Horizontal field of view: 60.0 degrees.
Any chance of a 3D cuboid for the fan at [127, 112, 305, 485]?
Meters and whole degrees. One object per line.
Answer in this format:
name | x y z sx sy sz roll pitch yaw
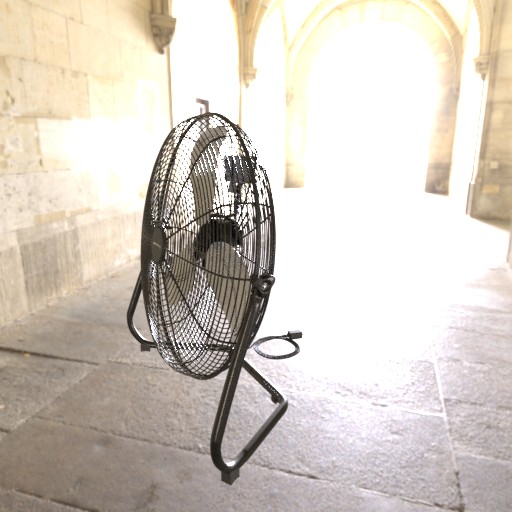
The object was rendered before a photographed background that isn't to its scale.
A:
fan | 0.000 0.000 0.987 0.470 0.605 0.595 -8 17 -27
